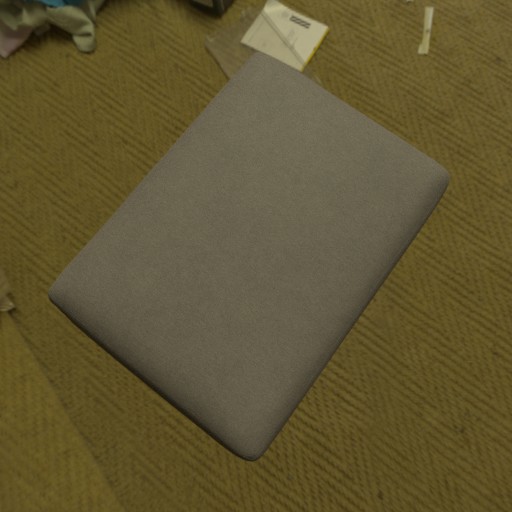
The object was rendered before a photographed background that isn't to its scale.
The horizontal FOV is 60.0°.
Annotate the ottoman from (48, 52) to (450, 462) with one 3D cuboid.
[{"bbox_3d":[0.000,0.000,1.146,0.574,0.497,0.773,36,79,8],"label":"ottoman"}]
